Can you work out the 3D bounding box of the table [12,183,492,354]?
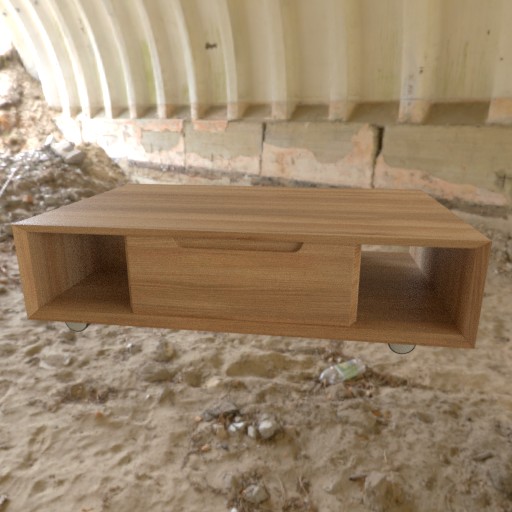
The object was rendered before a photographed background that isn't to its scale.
[{"bbox_3d":[0.000,0.000,1.383,1.100,0.330,0.700,2,18,8],"label":"table"}]
